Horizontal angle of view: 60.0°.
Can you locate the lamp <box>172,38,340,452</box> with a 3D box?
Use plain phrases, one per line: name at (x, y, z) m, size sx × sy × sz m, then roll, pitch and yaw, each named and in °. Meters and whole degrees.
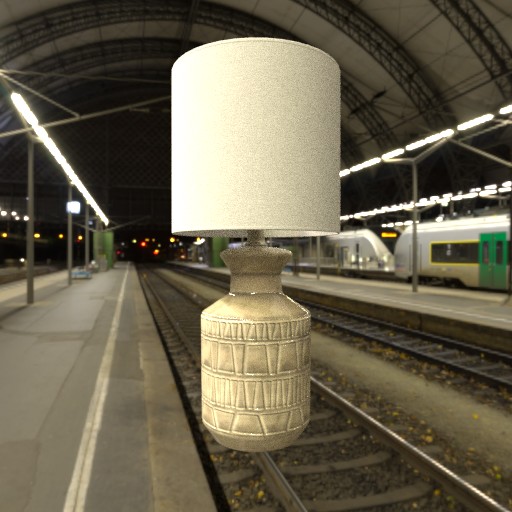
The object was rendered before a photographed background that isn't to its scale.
lamp at (0.000, 0.000, 0.566) m, size 0.211 × 0.455 × 0.211 m, roll 0°, pitch 0°, yaw -37°
